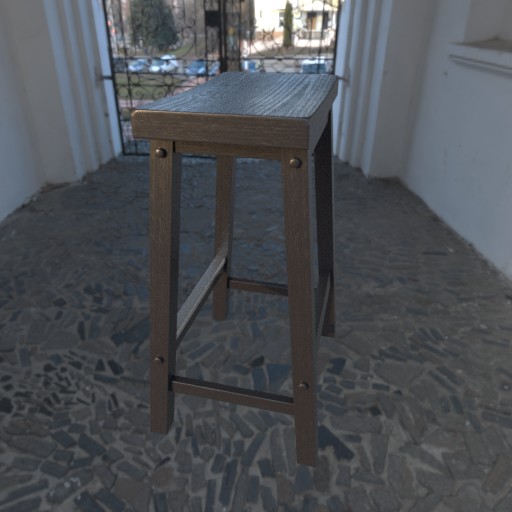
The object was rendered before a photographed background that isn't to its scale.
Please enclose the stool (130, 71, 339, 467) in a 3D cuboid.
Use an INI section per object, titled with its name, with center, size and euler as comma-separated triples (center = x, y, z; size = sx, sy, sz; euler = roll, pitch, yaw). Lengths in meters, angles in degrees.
[stool]
center = 0.000, 0.000, 0.852
size = 0.322, 0.610, 0.406
euler = 7, 30, 12
